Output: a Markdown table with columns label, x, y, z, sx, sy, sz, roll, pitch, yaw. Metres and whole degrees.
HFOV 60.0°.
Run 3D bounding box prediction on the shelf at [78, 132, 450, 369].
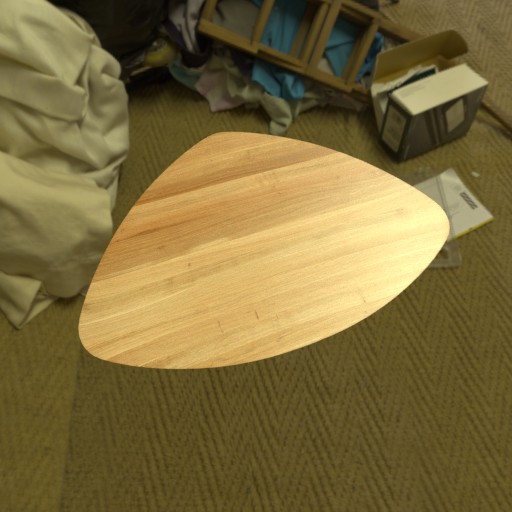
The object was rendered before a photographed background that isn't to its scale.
| label | x | y | z | sx | sy | sz | roll | pitch | yaw |
| --- | --- | --- | --- | --- | --- | --- | --- | --- | --- |
| shelf | 0.000 | 0.000 | 1.674 | 1.240 | 0.439 | 0.863 | -18 | 64 | -9 |
